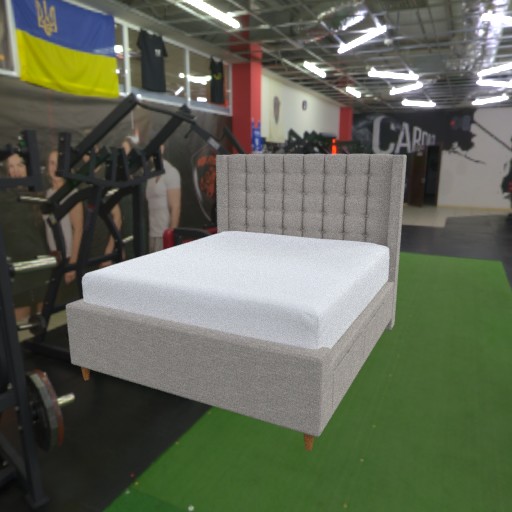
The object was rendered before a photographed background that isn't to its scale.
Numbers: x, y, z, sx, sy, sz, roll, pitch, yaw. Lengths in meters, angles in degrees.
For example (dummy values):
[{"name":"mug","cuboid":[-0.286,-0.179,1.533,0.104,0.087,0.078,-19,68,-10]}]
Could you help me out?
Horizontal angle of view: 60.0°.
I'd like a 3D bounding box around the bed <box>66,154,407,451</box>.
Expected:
[{"name":"bed","cuboid":[0.000,0.000,3.876,2.044,1.748,2.372,6,14,27]}]
